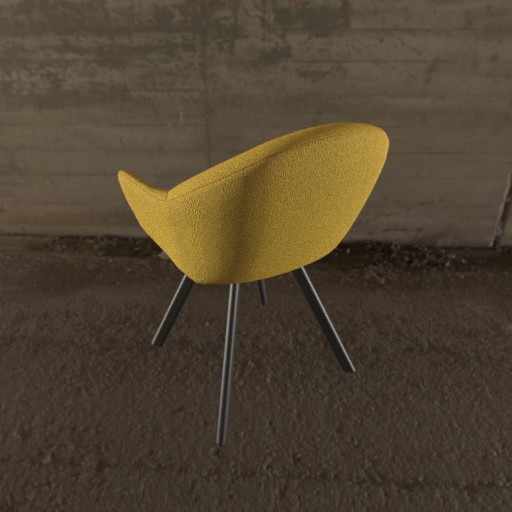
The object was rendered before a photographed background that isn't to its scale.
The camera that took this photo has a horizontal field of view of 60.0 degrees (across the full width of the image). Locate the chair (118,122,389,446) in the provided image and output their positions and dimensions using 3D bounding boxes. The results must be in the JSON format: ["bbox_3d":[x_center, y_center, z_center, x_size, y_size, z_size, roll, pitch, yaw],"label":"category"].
[{"bbox_3d":[0.000,0.000,1.171,0.545,0.775,0.565,-18,34,-29],"label":"chair"}]
